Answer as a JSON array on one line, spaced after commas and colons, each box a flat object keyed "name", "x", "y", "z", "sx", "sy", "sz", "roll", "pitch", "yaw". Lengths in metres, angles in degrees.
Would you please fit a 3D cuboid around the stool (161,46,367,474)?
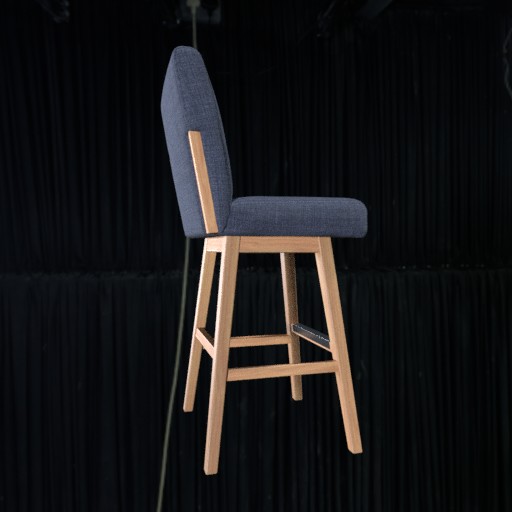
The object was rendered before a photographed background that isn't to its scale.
[{"name": "stool", "x": 0.000, "y": 0.000, "z": 1.411, "sx": 0.570, "sy": 1.112, "sz": 0.483, "roll": 0, "pitch": 1, "yaw": -16}]
